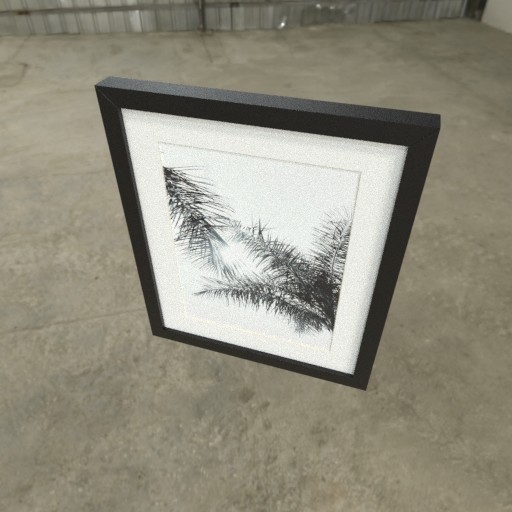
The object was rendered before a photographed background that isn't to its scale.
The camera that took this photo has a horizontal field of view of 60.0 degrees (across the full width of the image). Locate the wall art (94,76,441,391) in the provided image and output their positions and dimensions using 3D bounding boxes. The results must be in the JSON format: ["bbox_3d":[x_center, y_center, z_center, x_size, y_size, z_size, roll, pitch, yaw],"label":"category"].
[{"bbox_3d":[0.000,0.000,0.532,0.325,0.380,0.028,12,42,13],"label":"wall art"}]
